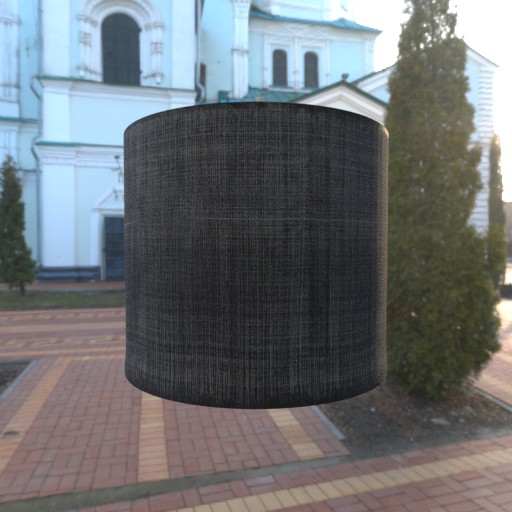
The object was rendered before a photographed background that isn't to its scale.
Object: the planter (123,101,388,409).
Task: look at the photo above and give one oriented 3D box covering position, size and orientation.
[{"bbox_3d":[0.000,0.000,0.312,0.178,0.157,0.178,0,1,0],"label":"planter"}]
